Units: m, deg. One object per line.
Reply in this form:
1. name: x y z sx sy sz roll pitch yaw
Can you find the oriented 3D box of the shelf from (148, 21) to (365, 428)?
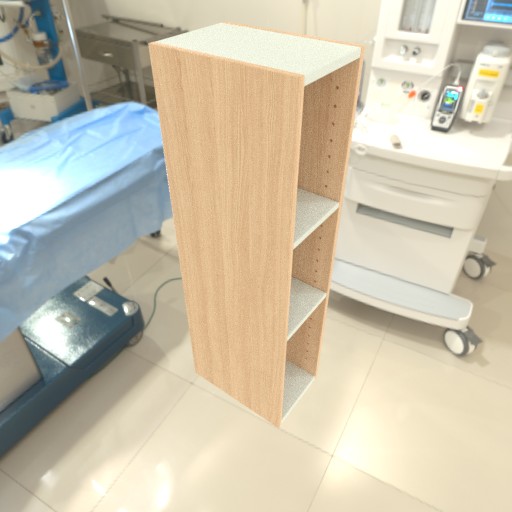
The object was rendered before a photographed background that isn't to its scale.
1. shelf: 0.000 0.000 0.993 0.290 0.882 0.197 25 46 27
